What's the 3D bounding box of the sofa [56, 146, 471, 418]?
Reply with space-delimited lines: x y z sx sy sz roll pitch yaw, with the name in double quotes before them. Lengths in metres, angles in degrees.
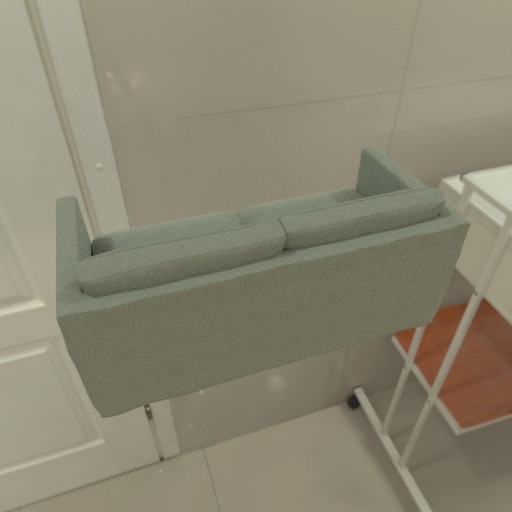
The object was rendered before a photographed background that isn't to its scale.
"sofa" 0.000 0.000 2.471 1.987 0.870 0.940 -12 41 -15
